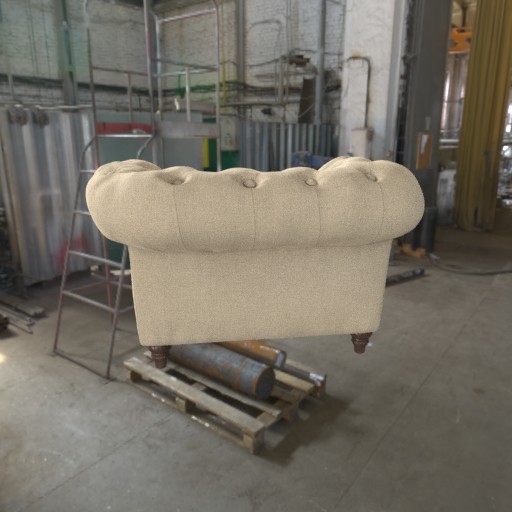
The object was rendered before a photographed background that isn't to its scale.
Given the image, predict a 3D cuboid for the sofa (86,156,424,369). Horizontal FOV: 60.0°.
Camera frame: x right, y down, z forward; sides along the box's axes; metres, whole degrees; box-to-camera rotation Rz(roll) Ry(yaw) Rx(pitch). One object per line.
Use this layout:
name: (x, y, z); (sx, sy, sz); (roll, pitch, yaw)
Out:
sofa: (0.000, 0.000, 2.050); (1.405, 0.878, 1.034); (-2, 15, -8)
